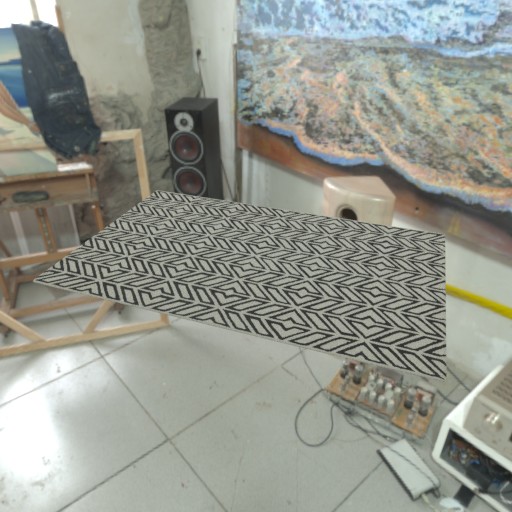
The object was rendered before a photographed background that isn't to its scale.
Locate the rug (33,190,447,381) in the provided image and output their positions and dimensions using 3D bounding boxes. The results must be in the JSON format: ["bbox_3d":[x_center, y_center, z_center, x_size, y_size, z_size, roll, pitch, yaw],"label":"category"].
[{"bbox_3d":[0.000,0.000,3.033,2.438,0.008,1.523,11,33,17],"label":"rug"}]
